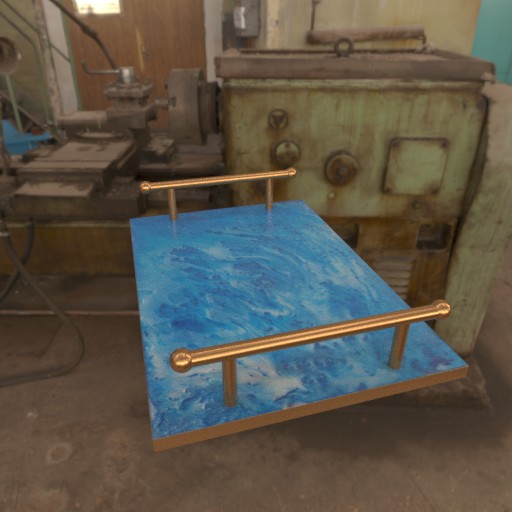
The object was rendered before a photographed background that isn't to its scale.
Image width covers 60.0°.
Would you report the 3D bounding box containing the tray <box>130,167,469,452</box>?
[{"bbox_3d":[0.000,0.000,0.566,0.304,0.084,0.444,-8,30,-14],"label":"tray"}]
